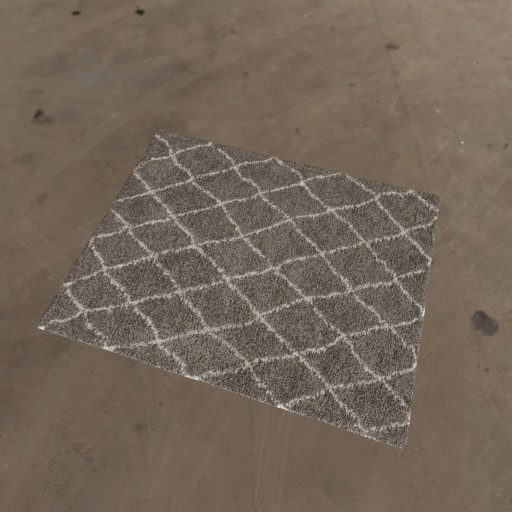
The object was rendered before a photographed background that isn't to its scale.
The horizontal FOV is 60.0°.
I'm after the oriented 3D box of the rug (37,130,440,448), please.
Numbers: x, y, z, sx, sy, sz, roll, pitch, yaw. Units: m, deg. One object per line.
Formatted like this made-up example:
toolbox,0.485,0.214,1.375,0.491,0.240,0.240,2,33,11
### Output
rug,0.000,0.000,4.030,3.047,0.029,2.438,16,60,9
